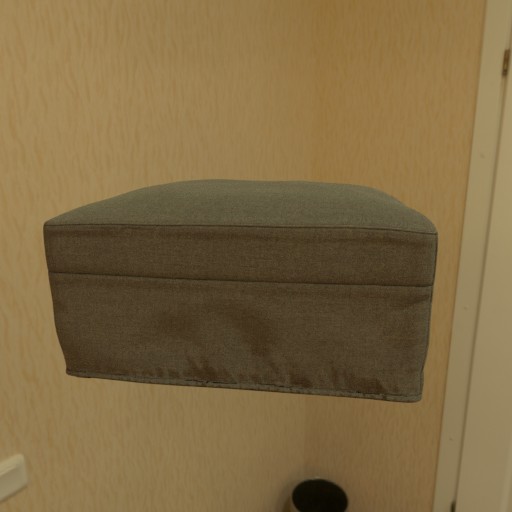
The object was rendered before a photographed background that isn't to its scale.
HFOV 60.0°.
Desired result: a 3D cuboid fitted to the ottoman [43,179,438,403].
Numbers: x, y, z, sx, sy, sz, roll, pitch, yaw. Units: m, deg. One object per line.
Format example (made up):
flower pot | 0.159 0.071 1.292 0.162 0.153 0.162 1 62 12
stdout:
ottoman | 0.000 0.000 1.320 0.840 0.436 0.843 2 13 8
